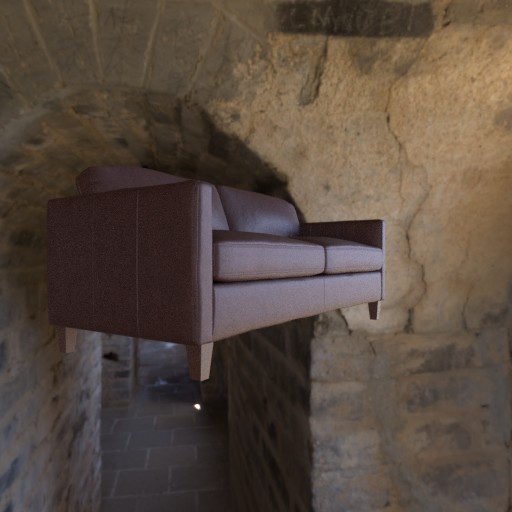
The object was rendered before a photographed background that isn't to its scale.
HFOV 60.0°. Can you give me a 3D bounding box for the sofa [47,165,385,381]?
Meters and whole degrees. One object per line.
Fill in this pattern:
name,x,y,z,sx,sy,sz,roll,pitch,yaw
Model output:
sofa,0.000,0.000,2.498,0.923,0.863,1.971,0,0,34
